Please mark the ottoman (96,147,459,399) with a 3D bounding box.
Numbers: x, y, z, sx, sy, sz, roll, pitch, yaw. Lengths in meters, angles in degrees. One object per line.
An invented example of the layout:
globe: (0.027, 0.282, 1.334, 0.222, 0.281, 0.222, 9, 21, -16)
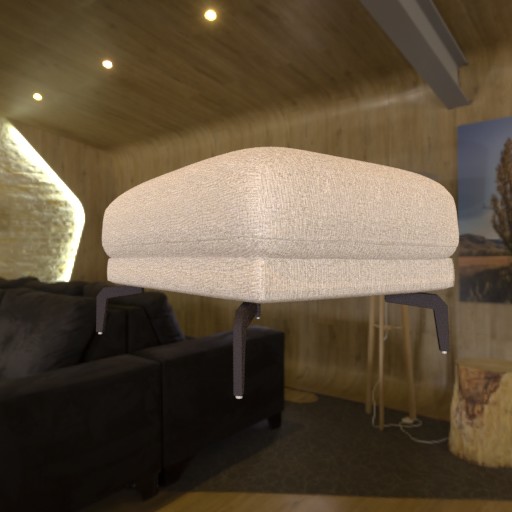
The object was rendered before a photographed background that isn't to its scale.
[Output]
ottoman: (0.000, 0.000, 1.082, 0.568, 0.420, 0.772, 0, -1, -36)
